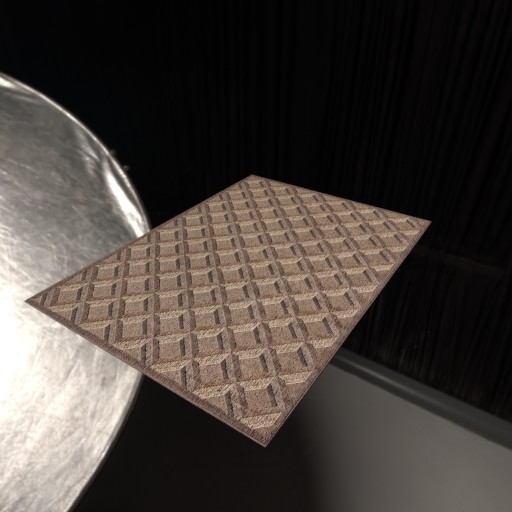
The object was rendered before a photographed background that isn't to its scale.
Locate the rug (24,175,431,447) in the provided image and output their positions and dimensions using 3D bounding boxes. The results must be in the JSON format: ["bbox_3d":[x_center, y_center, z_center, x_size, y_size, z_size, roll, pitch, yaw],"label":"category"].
[{"bbox_3d":[0.000,0.000,4.226,2.382,0.018,3.294,20,37,28],"label":"rug"}]
